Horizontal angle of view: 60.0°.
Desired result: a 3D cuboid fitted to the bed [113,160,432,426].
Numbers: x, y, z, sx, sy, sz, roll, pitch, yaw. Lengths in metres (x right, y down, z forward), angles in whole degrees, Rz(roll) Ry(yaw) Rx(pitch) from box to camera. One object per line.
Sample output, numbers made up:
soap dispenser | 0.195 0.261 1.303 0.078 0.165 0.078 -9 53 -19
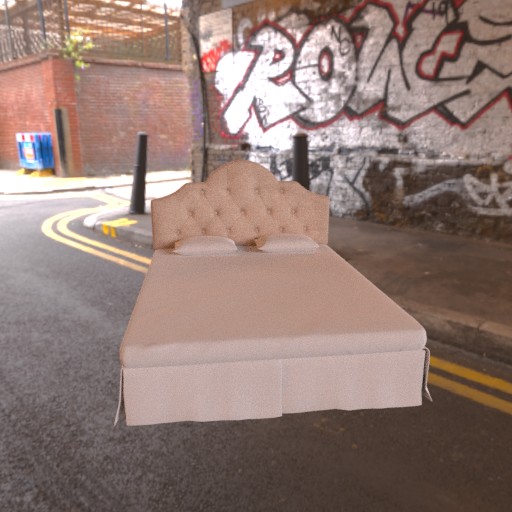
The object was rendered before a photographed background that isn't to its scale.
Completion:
bed | 0.000 0.000 3.047 1.667 1.194 1.970 -2 15 -7
